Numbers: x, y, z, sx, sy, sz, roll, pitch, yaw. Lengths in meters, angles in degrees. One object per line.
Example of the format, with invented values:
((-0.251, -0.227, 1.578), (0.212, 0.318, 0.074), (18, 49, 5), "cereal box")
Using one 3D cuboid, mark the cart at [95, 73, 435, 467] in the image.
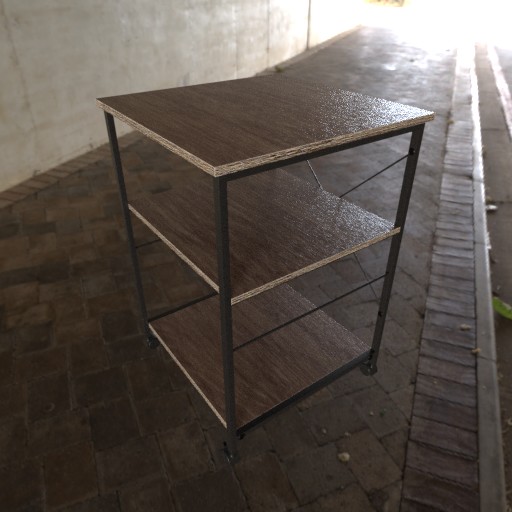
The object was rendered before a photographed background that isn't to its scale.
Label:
((0.000, 0.000, 1.150), (0.520, 0.762, 0.521), (-21, 38, -29), "cart")
